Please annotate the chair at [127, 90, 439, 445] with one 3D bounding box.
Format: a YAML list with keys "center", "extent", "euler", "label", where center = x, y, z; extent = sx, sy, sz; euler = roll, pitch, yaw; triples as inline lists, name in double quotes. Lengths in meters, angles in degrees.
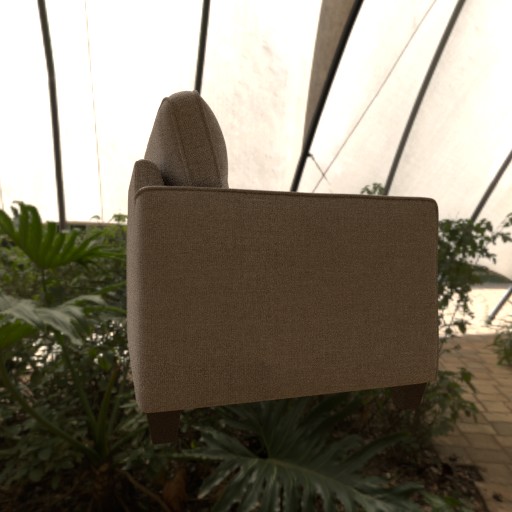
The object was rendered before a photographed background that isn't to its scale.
- center: [0.000, 0.000, 1.707]
  extent: [0.939, 0.965, 1.015]
  euler: [0, 1, -18]
  label: "chair"
